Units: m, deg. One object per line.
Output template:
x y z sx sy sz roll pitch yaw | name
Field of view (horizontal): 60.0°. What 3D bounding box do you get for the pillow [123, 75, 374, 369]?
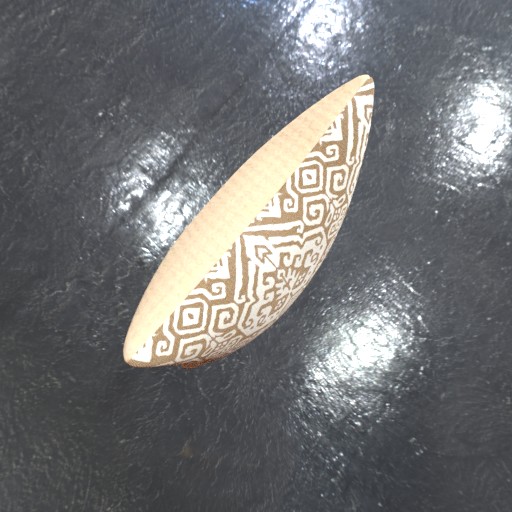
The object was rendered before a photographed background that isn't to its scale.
0.000 0.000 0.662 0.173 0.407 0.419 38 79 9 | pillow
